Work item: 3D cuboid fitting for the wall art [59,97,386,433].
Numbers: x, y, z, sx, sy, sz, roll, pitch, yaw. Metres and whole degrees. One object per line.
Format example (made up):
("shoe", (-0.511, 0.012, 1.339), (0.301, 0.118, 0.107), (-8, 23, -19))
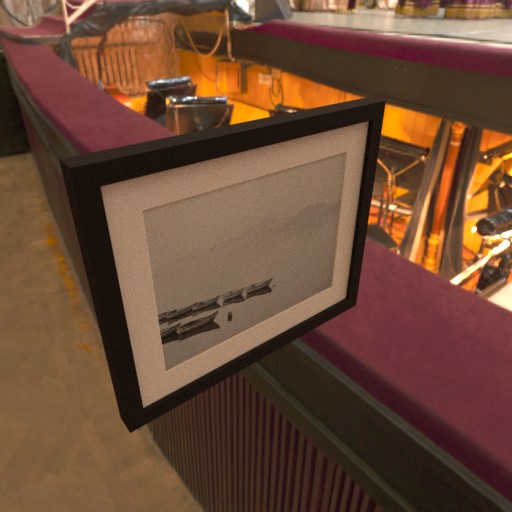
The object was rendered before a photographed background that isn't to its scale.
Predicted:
("wall art", (0.000, 0.000, 0.550), (0.397, 0.325, 0.028), (-22, 38, -32))
